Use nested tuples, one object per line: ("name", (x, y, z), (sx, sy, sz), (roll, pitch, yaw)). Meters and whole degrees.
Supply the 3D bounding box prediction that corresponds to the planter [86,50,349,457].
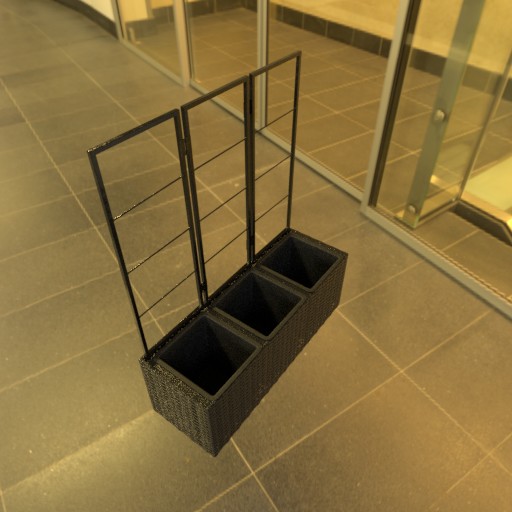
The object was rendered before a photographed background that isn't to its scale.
("planter", (0.000, 0.000, 1.181), (0.244, 0.841, 0.698), (26, 48, 27))
